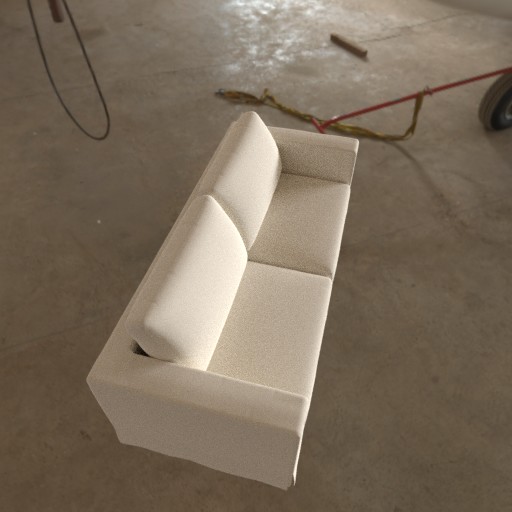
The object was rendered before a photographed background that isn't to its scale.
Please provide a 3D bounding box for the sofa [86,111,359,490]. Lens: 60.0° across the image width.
[{"bbox_3d":[0.000,0.000,2.637,0.954,0.881,2.163,11,48,10],"label":"sofa"}]
